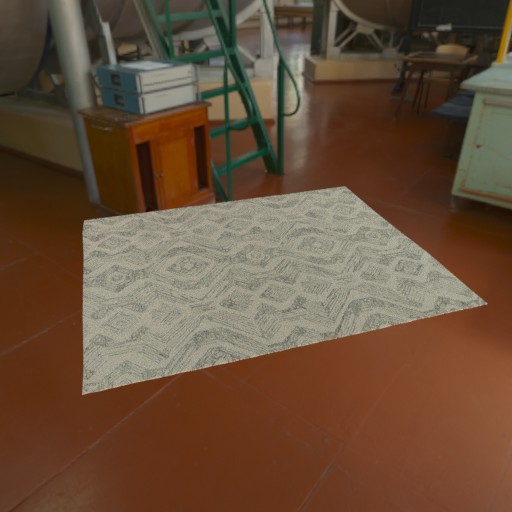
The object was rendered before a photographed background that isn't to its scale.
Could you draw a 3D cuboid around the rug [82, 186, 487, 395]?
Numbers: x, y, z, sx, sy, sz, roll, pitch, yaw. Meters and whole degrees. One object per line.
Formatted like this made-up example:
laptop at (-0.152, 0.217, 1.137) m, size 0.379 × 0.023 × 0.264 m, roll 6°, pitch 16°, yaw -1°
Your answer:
rug at (0.000, 0.000, 4.068) m, size 3.054 × 0.030 × 2.430 m, roll -9°, pitch 33°, yaw -15°
